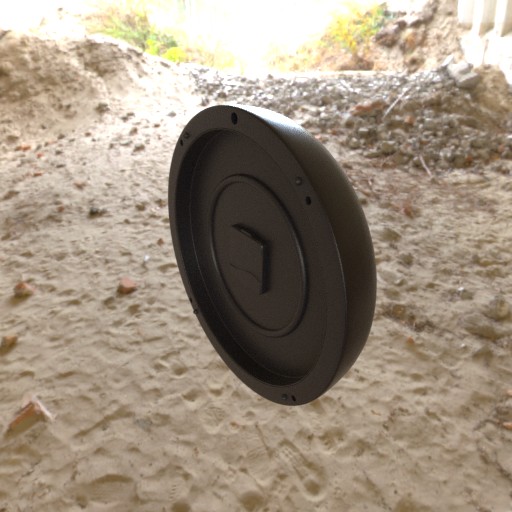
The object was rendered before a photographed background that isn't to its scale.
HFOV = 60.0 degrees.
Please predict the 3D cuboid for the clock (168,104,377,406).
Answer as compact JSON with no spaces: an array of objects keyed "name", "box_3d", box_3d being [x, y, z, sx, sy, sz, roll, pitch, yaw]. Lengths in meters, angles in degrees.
[{"name":"clock","box_3d":[0.000,0.000,0.457,0.060,0.300,0.300,-18,32,-32]}]
